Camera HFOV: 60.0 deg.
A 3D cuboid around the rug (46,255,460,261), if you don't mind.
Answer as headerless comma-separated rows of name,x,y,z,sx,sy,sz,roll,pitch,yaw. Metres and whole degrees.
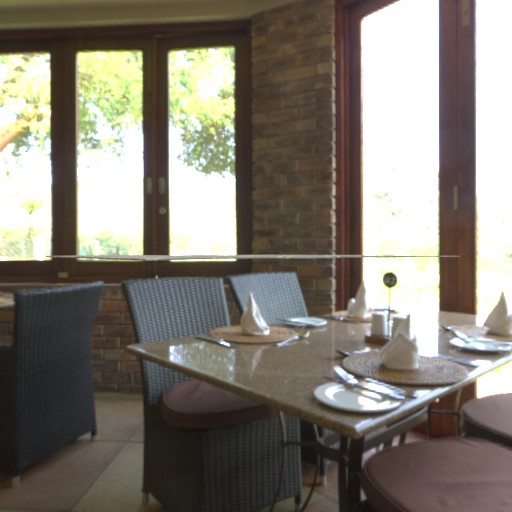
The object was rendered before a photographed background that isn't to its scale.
rug,0.000,0.000,2.791,2.133,0.013,1.522,0,1,-37
